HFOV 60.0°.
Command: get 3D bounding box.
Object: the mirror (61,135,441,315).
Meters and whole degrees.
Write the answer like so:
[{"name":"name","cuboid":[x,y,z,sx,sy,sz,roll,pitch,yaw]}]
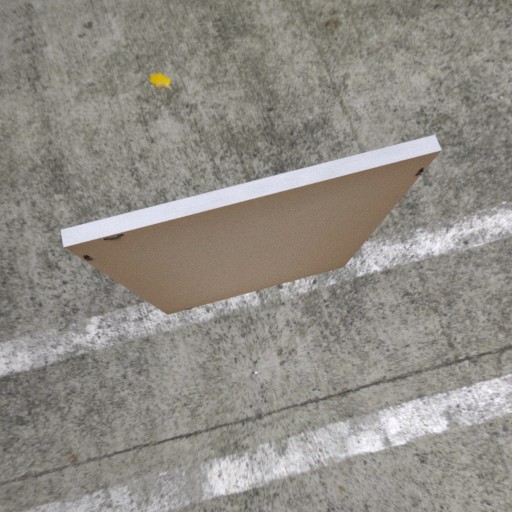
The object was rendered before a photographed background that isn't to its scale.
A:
[{"name":"mirror","cuboid":[0.000,0.000,1.356,0.762,1.016,0.041,-15,76,-4]}]
